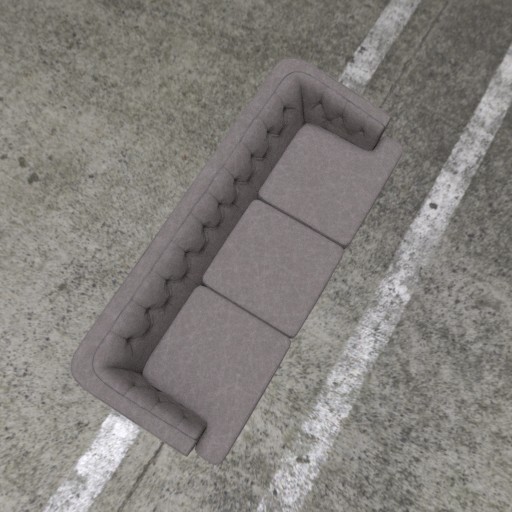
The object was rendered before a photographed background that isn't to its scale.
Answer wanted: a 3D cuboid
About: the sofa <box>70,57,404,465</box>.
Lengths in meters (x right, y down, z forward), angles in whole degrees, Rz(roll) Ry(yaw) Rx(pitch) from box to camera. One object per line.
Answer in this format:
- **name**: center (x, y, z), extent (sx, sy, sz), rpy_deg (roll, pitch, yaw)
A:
- **sofa**: center (0.000, 0.000, 2.710), extent (0.917, 0.806, 2.247), rpy_deg (31, 77, 8)
